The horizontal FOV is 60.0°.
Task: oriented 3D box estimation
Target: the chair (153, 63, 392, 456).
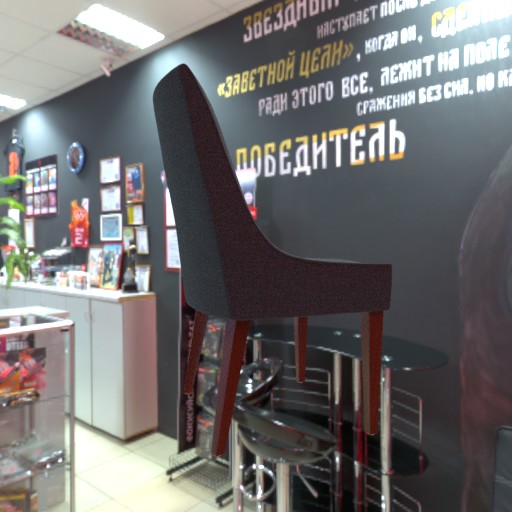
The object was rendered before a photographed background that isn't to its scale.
[{"bbox_3d":[0.000,0.000,1.208,0.544,0.861,0.529,0,1,-18],"label":"chair"}]
